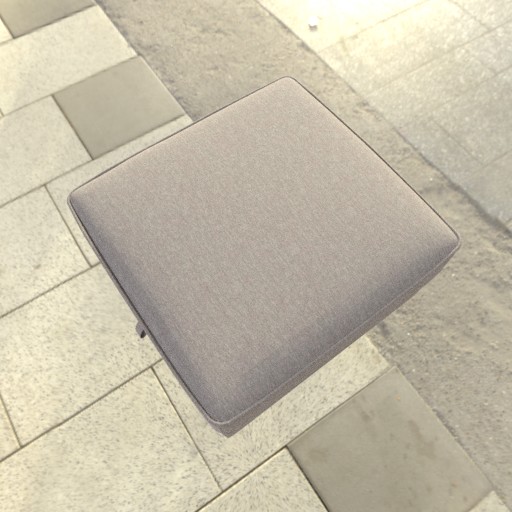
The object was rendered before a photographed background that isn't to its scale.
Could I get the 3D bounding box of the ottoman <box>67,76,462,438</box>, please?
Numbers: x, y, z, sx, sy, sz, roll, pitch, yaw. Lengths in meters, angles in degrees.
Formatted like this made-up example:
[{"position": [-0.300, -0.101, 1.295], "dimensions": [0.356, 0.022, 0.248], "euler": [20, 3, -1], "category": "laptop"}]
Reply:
[{"position": [0.000, 0.000, 1.429], "dimensions": [0.871, 0.612, 0.808], "euler": [-33, 69, -15], "category": "ottoman"}]
